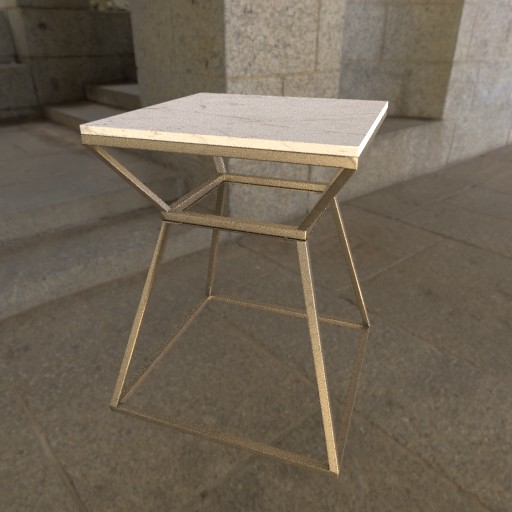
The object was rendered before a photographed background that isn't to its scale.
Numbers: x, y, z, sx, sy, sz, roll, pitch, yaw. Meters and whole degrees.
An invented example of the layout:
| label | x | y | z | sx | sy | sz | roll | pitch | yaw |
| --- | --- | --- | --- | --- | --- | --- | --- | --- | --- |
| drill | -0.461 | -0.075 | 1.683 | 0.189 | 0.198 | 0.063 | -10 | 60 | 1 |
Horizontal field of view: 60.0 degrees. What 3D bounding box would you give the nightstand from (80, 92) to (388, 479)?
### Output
| label | x | y | z | sx | sy | sz | roll | pitch | yaw |
| --- | --- | --- | --- | --- | --- | --- | --- | --- | --- |
| nightstand | 0.000 | 0.000 | 0.882 | 0.455 | 0.554 | 0.455 | 9 | 28 | 17 |
